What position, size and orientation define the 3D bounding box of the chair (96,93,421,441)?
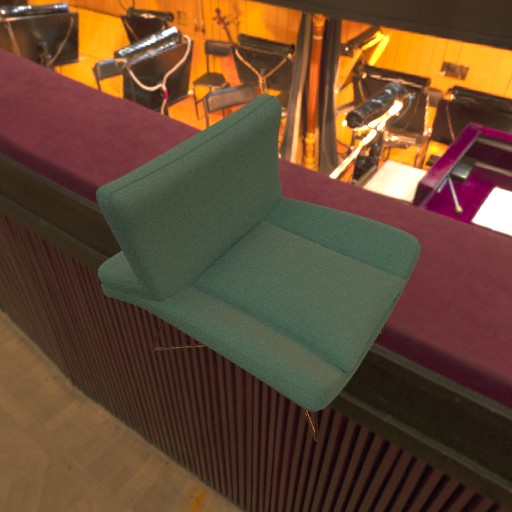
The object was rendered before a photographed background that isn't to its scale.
[{"bbox_3d":[0.000,0.000,1.651,1.008,0.855,0.859,25,48,25],"label":"chair"}]
